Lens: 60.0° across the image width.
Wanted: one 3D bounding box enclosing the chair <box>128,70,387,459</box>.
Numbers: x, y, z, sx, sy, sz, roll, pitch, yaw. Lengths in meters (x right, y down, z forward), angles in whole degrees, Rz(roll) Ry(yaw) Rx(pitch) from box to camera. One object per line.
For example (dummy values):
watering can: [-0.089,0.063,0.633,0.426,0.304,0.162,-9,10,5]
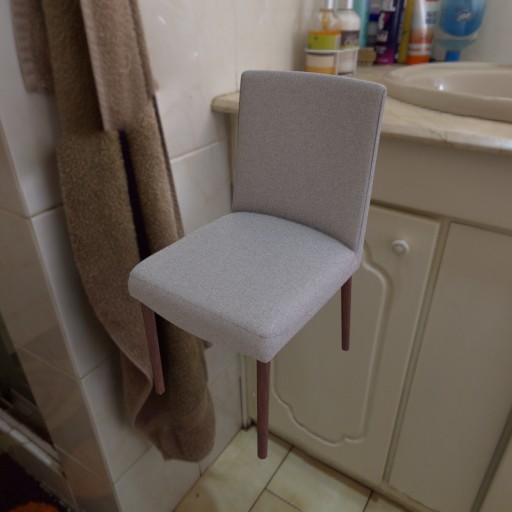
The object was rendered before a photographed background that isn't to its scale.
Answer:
chair: [0.000,0.000,1.195,0.456,0.859,0.570,20,36,30]
